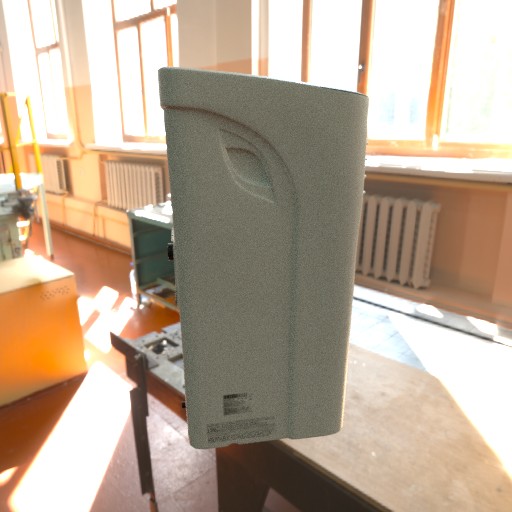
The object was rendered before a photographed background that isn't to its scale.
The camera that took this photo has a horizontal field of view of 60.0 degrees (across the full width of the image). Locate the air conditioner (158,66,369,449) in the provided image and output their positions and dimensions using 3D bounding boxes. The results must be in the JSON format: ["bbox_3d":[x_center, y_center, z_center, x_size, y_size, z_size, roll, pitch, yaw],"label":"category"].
[{"bbox_3d":[0.000,0.000,0.938,0.369,0.716,0.352,-3,17,-10],"label":"air conditioner"}]
